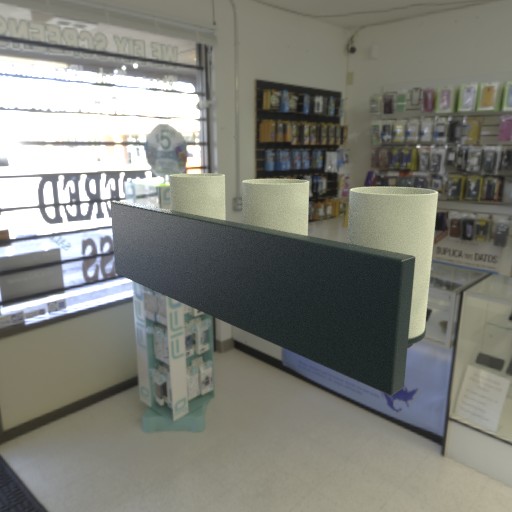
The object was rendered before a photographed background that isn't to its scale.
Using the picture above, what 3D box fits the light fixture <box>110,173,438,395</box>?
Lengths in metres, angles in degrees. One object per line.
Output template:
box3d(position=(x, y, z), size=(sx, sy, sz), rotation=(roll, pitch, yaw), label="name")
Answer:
box3d(position=(0.000, 0.000, 0.525), size=(0.145, 0.172, 0.451), rotation=(-13, 19, -41), label="light fixture")
